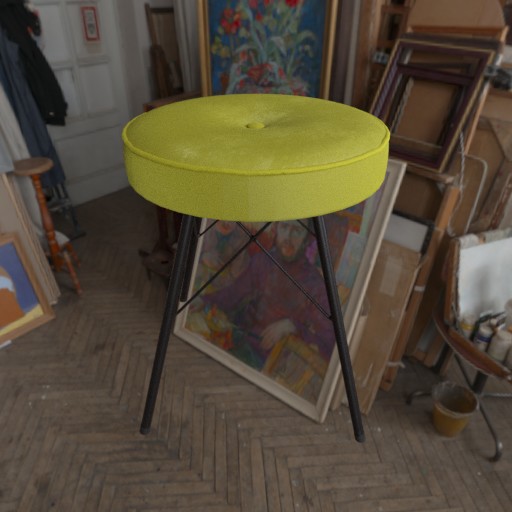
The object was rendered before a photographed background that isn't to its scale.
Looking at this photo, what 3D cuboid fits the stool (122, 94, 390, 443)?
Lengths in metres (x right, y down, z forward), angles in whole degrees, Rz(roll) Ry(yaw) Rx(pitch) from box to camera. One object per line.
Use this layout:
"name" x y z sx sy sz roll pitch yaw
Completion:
"stool" 0.000 0.000 0.815 0.409 0.508 0.409 1 32 2
